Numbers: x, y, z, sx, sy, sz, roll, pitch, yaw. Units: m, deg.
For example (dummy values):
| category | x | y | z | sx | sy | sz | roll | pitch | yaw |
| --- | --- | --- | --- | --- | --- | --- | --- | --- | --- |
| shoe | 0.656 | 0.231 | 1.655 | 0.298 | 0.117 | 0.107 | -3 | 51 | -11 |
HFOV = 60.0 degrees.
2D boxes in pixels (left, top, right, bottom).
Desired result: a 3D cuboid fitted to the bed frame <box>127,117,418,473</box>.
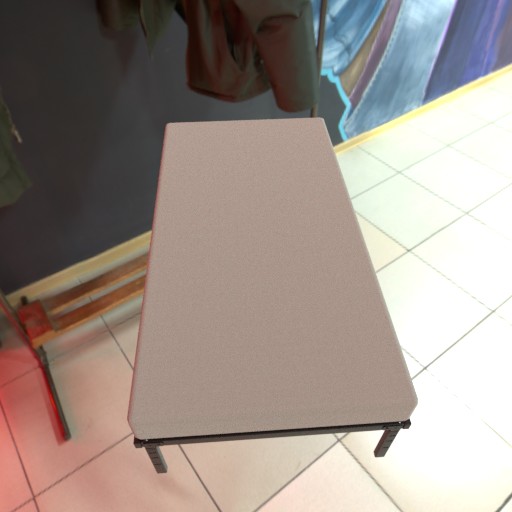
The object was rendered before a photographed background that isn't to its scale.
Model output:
| category | x | y | z | sx | sy | sz | roll | pitch | yaw |
| --- | --- | --- | --- | --- | --- | --- | --- | --- | --- |
| bed frame | 0.000 | 0.000 | 3.161 | 1.393 | 0.680 | 2.635 | -3 | 47 | -3 |
